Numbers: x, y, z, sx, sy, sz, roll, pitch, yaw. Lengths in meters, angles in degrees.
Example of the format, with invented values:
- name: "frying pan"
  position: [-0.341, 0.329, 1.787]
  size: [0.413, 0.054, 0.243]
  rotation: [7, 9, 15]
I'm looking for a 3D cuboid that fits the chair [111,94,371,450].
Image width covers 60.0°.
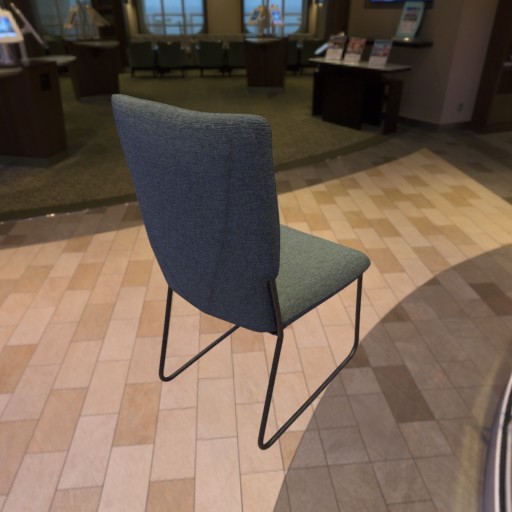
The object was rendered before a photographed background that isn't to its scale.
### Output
- name: "chair"
  position: [0.000, 0.000, 1.290]
  size: [0.480, 0.931, 0.635]
  rotation: [22, 36, 33]
